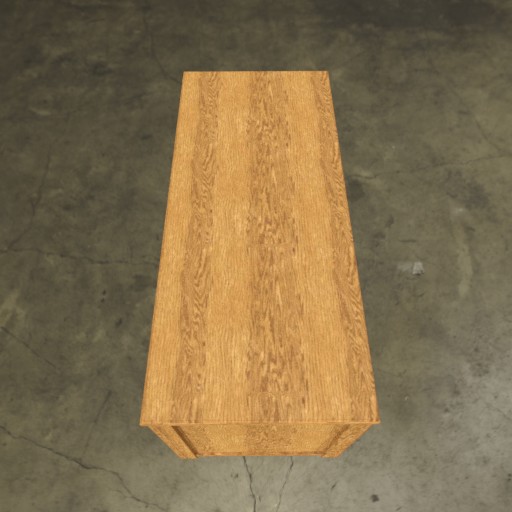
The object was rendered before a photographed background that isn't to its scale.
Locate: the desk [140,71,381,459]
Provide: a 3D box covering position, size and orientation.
[{"bbox_3d":[0.000,0.000,1.968,0.685,0.751,1.567,0,58,0],"label":"desk"}]
